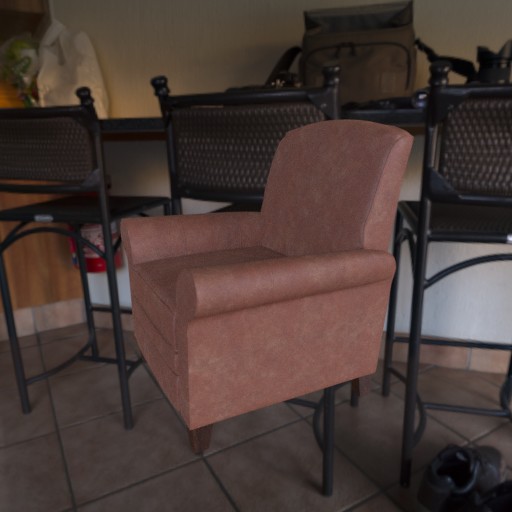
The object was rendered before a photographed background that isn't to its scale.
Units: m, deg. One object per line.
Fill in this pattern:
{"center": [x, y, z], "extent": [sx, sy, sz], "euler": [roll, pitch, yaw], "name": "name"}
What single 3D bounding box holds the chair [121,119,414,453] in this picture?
{"center": [0.000, 0.000, 1.792], "extent": [0.902, 1.061, 0.978], "euler": [-8, 18, -27], "name": "chair"}
